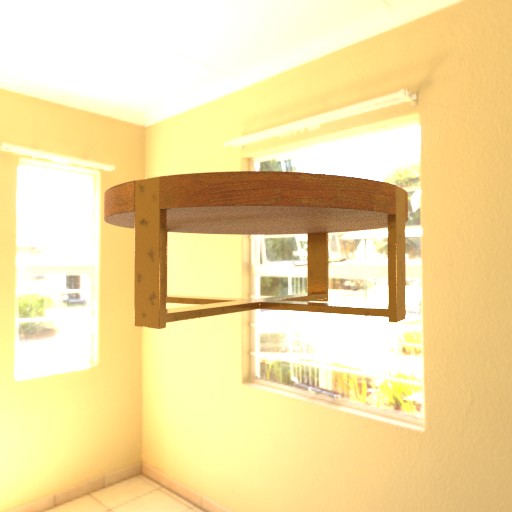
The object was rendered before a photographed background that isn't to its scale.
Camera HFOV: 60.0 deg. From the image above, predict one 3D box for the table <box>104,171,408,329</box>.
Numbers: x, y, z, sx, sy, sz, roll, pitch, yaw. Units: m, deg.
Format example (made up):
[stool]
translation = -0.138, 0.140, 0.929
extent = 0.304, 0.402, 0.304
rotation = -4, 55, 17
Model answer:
[table]
translation = 0.000, 0.000, 1.700
extent = 1.100, 0.420, 1.100
rotation = 0, -1, 0
